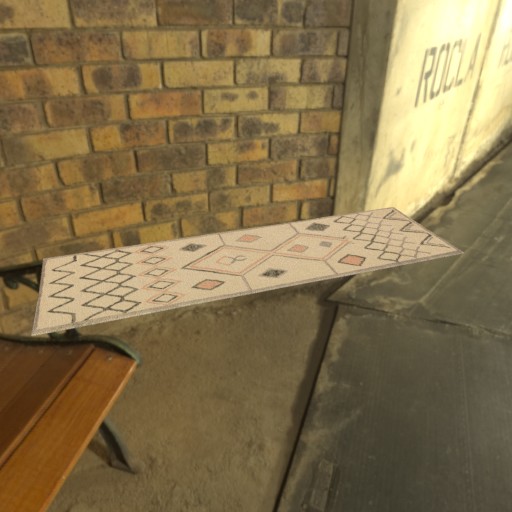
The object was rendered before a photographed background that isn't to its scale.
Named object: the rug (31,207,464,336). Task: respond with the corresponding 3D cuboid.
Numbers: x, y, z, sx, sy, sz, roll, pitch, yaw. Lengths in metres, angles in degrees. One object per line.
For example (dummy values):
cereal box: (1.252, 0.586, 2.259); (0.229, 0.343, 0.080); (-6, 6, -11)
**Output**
rug: (0.000, 0.000, 2.681); (2.435, 0.011, 0.750); (-9, 31, -16)
